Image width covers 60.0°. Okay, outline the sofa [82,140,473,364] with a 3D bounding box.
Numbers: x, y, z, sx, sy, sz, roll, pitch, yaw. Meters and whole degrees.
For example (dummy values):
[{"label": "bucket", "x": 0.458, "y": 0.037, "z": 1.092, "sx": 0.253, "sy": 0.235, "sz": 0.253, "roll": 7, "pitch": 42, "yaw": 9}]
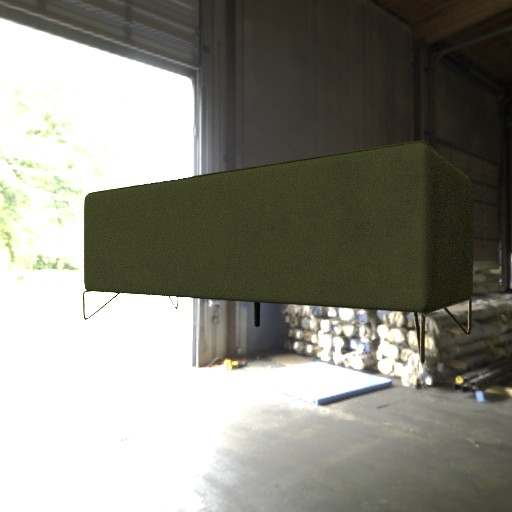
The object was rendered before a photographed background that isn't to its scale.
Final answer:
[{"label": "sofa", "x": 0.000, "y": 0.000, "z": 2.475, "sx": 2.087, "sy": 0.789, "sz": 0.867, "roll": -1, "pitch": -1, "yaw": 36}]
